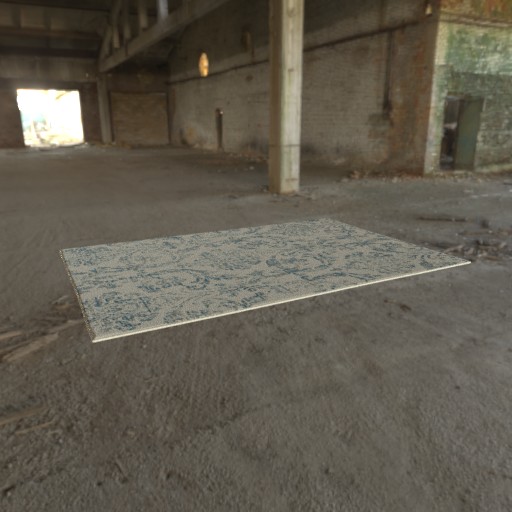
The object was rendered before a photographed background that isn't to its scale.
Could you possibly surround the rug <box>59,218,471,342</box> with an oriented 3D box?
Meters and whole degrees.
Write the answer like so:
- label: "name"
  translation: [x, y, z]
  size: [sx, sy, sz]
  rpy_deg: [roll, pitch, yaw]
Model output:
- label: "rug"
  translation: [0.000, 0.000, 2.353]
  size: [1.831, 0.012, 1.213]
  rpy_deg: [-9, 19, -26]
